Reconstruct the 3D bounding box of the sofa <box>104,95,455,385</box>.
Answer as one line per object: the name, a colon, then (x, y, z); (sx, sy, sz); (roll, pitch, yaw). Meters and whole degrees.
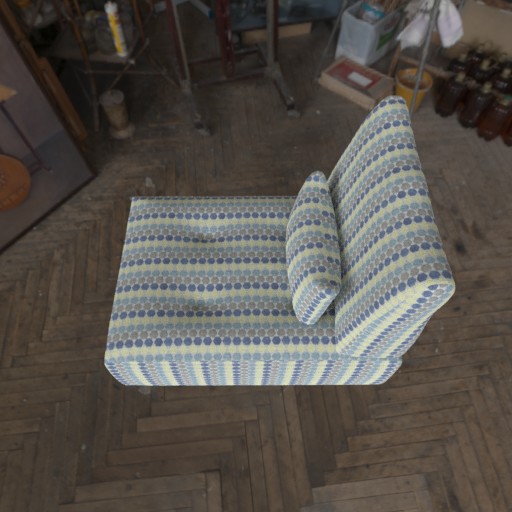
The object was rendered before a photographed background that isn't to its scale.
sofa: (0.000, 0.000, 1.532); (1.000, 0.820, 0.700); (0, 59, 0)
